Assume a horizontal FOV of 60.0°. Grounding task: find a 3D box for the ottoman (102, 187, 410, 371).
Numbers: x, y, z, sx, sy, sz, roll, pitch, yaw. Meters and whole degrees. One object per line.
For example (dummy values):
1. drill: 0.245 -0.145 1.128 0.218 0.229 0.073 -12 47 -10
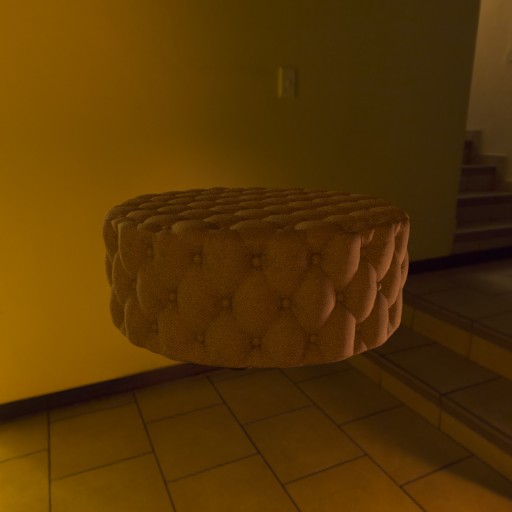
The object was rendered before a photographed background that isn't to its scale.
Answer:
1. ottoman: 0.000 0.000 1.531 0.998 0.399 0.998 0 15 0
